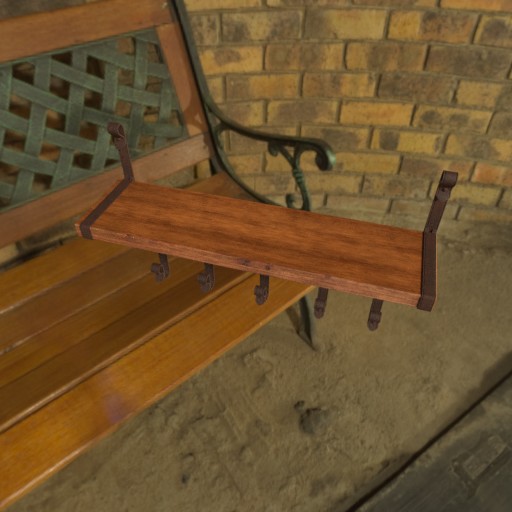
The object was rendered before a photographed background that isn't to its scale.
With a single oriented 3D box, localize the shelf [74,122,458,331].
[{"bbox_3d":[0.000,0.000,0.720,0.567,0.330,0.146,11,43,13],"label":"shelf"}]
